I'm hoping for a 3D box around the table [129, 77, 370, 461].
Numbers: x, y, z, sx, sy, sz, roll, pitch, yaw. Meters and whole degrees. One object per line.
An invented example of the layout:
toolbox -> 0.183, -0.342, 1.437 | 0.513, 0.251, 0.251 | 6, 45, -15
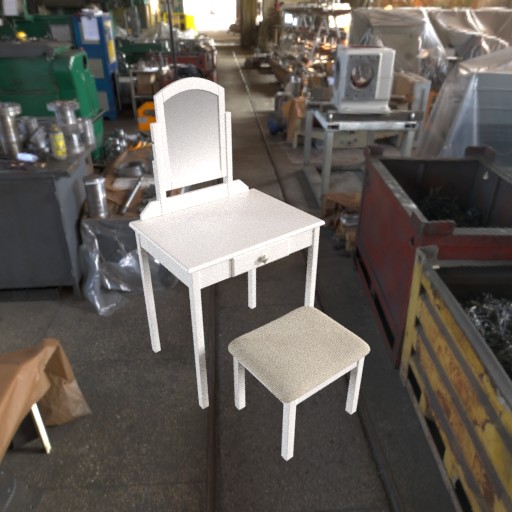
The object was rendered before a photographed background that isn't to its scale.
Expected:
table -> 0.000, 0.000, 2.324 | 0.876, 1.631, 1.211 | -21, 35, -32
